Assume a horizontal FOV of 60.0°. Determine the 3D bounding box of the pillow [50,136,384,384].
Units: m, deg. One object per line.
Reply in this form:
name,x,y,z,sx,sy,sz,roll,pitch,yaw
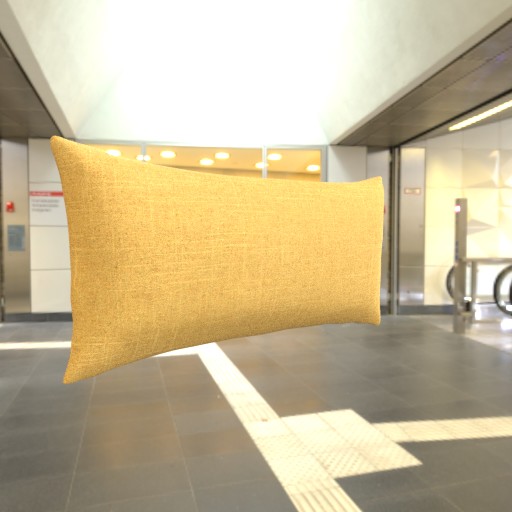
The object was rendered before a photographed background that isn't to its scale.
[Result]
pillow,0.000,0.000,1.008,0.859,0.429,0.197,-1,2,-36
